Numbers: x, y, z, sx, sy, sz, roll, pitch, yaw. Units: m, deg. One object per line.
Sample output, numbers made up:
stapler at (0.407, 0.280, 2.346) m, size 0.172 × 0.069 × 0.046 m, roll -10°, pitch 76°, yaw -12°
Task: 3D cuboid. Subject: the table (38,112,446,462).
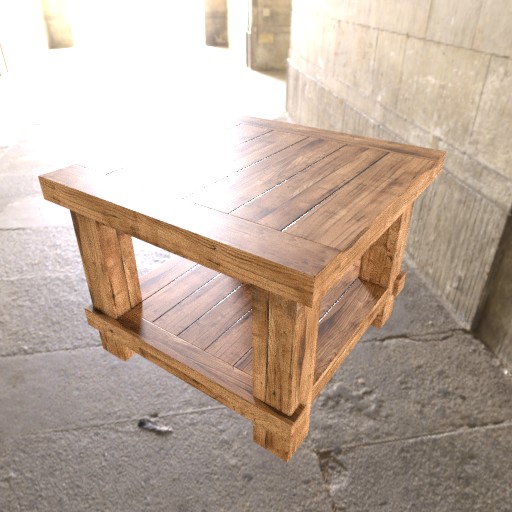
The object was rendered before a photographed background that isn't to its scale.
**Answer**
table at (0.000, 0.000, 1.045) m, size 0.610 × 0.457 × 0.610 m, roll 20°, pitch 37°, yaw 29°
